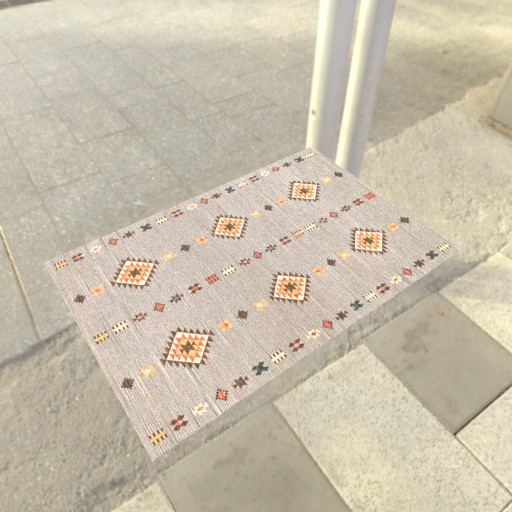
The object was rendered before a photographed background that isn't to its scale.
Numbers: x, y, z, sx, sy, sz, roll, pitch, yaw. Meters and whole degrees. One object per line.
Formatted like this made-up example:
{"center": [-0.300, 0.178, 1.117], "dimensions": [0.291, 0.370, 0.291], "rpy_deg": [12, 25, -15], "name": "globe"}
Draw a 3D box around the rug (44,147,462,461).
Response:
{"center": [0.000, 0.000, 2.315], "dimensions": [1.818, 0.005, 1.217], "rpy_deg": [-28, 52, -24], "name": "rug"}
